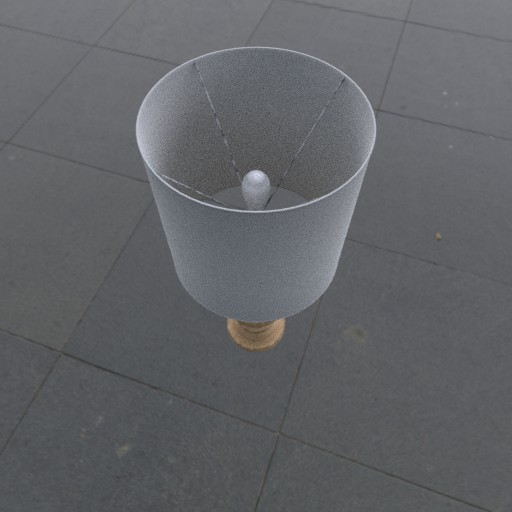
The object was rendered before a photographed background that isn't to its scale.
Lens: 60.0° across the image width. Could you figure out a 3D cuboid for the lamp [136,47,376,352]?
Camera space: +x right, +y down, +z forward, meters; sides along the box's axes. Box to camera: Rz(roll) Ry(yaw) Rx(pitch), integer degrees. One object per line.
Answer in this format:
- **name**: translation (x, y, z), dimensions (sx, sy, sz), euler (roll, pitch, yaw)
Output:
- **lamp**: translation (0.000, 0.000, 0.581), dimensions (0.208, 0.455, 0.208), euler (30, 63, 17)
